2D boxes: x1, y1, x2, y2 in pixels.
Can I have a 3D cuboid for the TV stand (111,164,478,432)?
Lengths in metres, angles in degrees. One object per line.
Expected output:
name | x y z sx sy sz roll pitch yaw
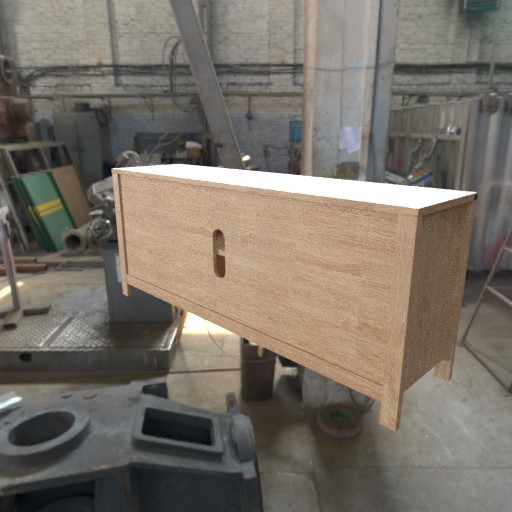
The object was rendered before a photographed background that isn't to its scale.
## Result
TV stand | 0.000 0.000 1.743 1.466 0.610 0.398 16 22 43
